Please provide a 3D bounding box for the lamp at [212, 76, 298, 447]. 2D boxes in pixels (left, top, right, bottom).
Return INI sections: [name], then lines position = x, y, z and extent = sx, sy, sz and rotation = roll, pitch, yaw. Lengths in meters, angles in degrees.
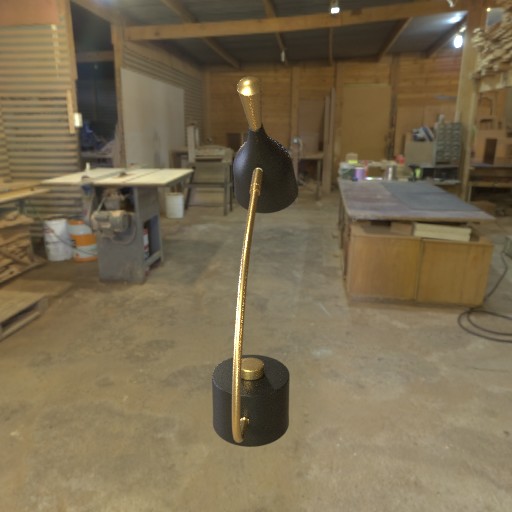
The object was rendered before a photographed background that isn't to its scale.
[lamp]
position = 0.000, 0.000, 0.629
extent = 0.110, 0.464, 0.352
rotation = 2, 16, 7
